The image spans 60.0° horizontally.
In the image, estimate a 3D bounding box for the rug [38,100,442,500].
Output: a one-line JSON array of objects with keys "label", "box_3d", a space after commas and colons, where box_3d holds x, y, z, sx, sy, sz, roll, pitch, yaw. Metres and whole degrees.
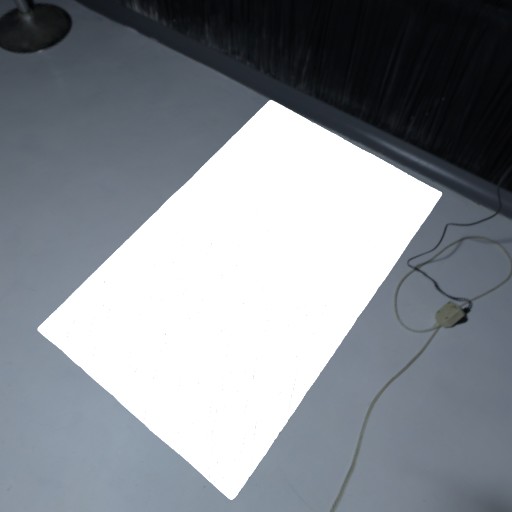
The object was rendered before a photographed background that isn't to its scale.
[{"label": "rug", "box_3d": [0.000, 0.000, 2.960, 1.546, 0.010, 2.442, 34, 68, 16]}]
